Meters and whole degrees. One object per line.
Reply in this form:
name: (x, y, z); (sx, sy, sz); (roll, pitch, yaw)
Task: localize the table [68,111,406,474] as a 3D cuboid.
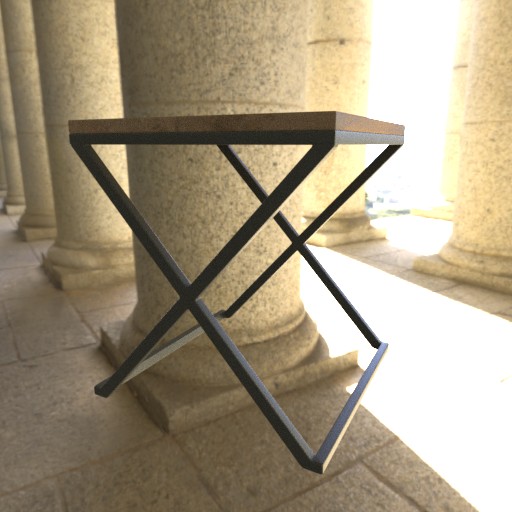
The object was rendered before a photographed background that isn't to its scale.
table: (0.000, 0.000, 0.954); (0.498, 0.550, 0.499); (7, 16, 27)
